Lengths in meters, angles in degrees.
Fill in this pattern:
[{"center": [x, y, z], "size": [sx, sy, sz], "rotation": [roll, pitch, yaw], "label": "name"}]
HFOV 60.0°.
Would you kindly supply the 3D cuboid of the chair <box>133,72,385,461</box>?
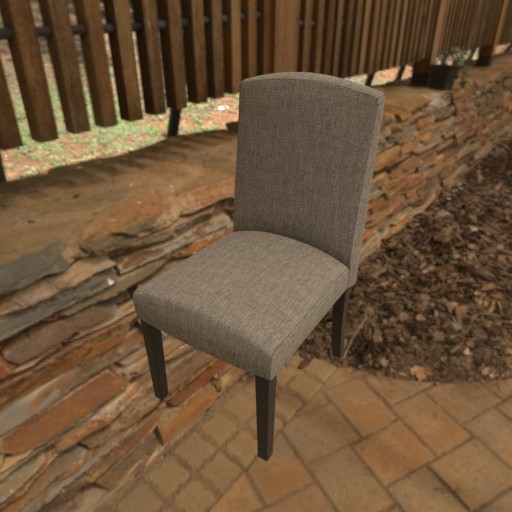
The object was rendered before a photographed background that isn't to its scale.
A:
[{"center": [0.000, 0.000, 1.261], "size": [0.451, 0.917, 0.580], "rotation": [18, 34, 29], "label": "chair"}]
